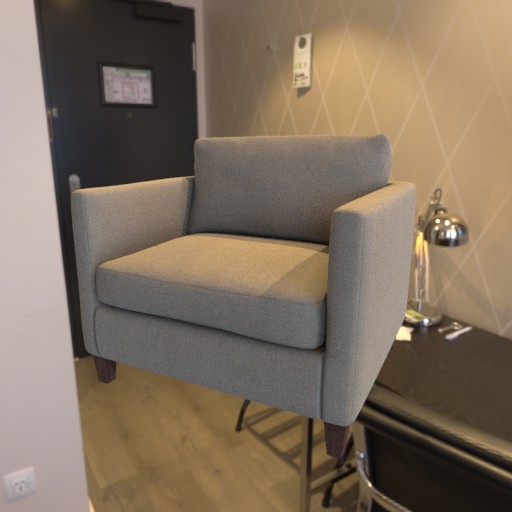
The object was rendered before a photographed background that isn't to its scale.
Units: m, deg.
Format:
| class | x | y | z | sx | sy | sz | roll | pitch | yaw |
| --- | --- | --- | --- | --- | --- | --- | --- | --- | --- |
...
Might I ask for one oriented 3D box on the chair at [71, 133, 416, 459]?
| class | x | y | z | sx | sy | sz | roll | pitch | yaw |
| --- | --- | --- | --- | --- | --- | --- | --- | --- | --- |
| chair | 0.000 | 0.000 | 1.809 | 1.107 | 0.963 | 0.959 | 7 | 16 | 26 |
